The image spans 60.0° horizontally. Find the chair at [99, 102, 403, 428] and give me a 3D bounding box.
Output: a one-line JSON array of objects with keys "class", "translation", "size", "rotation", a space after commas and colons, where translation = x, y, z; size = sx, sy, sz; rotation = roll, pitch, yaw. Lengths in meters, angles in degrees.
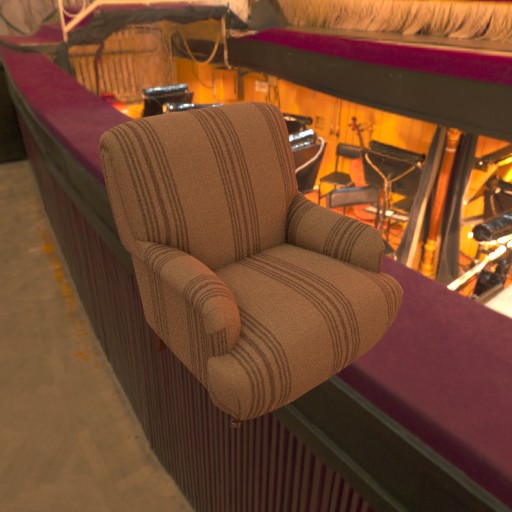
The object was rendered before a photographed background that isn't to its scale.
[{"class": "chair", "translation": [0.000, 0.000, 1.632], "size": [0.813, 0.940, 0.914], "rotation": [-22, 37, -32]}]
